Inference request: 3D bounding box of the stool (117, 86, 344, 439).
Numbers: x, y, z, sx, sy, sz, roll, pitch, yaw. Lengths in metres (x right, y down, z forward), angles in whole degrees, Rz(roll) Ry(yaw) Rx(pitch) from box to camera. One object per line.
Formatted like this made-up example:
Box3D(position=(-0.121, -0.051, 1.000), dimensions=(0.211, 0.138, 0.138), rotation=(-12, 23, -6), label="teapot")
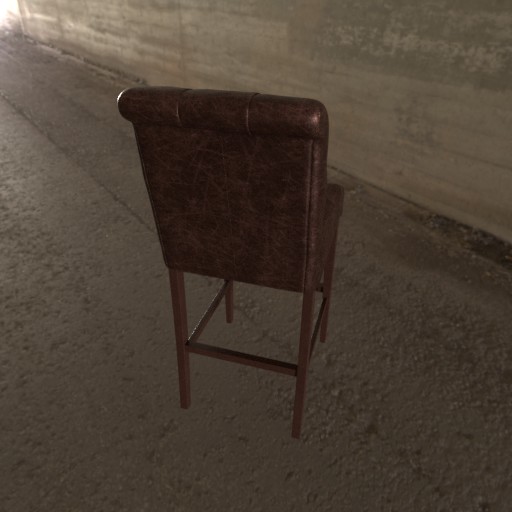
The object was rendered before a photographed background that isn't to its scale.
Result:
Box3D(position=(0.000, 0.000, 1.482), dimensions=(0.483, 1.168, 0.659), rotation=(9, 33, 14), label="stool")
